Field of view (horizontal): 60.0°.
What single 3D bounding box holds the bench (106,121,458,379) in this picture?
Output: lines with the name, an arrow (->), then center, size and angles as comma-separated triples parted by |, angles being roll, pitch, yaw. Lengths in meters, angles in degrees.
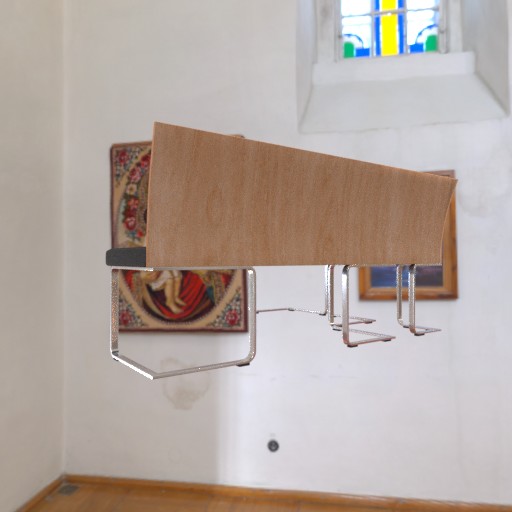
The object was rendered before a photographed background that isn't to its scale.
bench -> 0.000, 0.000, 2.720 | 1.945, 0.930, 1.495 | 0, 0, -36
